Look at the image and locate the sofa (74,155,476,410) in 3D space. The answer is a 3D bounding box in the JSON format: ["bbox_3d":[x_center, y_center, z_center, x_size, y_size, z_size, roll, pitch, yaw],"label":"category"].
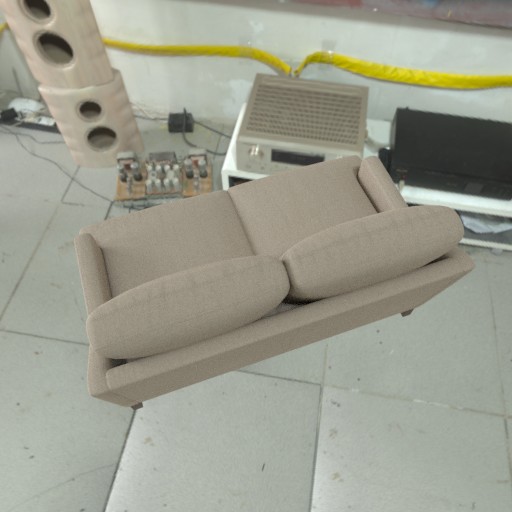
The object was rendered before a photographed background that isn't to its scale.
[{"bbox_3d":[0.000,0.000,2.143,1.619,0.910,1.004,-17,59,-10],"label":"sofa"}]
